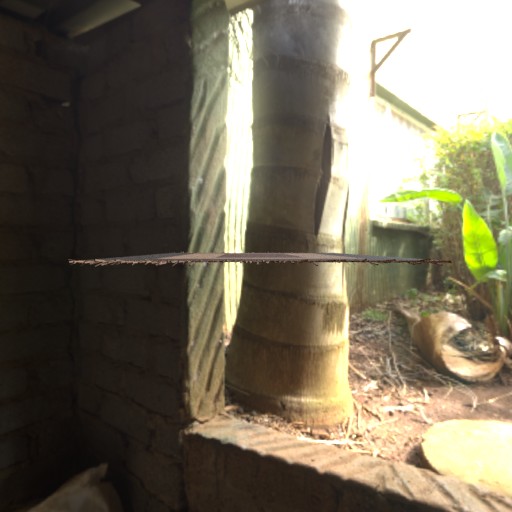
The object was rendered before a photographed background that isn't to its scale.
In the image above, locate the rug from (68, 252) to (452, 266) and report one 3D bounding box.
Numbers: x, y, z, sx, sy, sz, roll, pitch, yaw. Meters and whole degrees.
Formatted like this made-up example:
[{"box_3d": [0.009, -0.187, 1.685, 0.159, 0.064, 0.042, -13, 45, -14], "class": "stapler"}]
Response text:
[{"box_3d": [0.000, 0.000, 2.398, 1.224, 0.027, 2.021, 0, 1, -1], "class": "rug"}]
